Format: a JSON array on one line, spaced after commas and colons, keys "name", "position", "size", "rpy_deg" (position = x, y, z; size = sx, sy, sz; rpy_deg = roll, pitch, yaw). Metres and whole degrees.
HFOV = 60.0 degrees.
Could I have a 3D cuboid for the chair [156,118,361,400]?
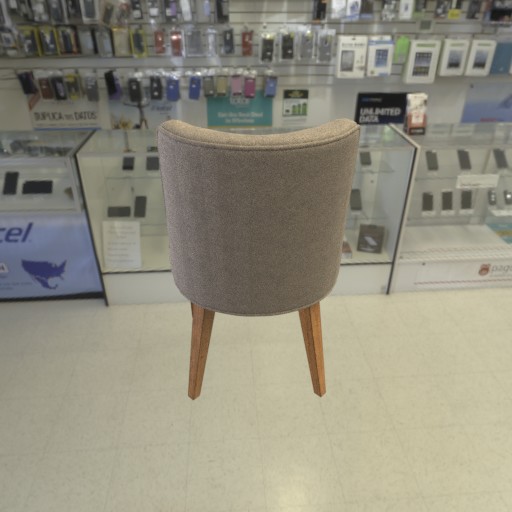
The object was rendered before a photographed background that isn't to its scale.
[{"name": "chair", "position": [0.000, 0.000, 1.340], "size": [0.548, 0.916, 0.636], "rpy_deg": [-1, 31, -2]}]
